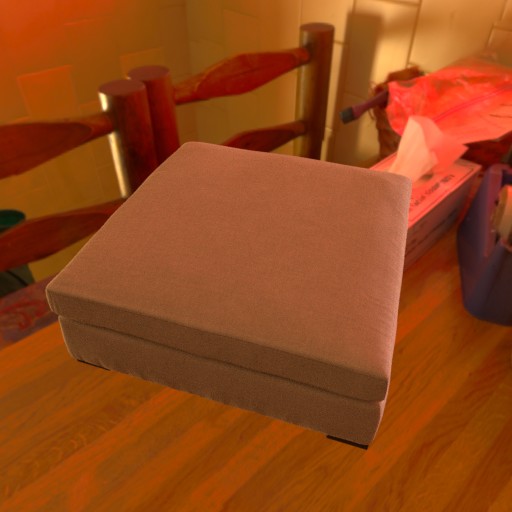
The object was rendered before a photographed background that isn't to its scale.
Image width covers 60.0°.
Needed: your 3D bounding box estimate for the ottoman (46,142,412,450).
[{"bbox_3d":[0.000,0.000,1.863,1.203,0.517,1.171,12,42,14],"label":"ottoman"}]
